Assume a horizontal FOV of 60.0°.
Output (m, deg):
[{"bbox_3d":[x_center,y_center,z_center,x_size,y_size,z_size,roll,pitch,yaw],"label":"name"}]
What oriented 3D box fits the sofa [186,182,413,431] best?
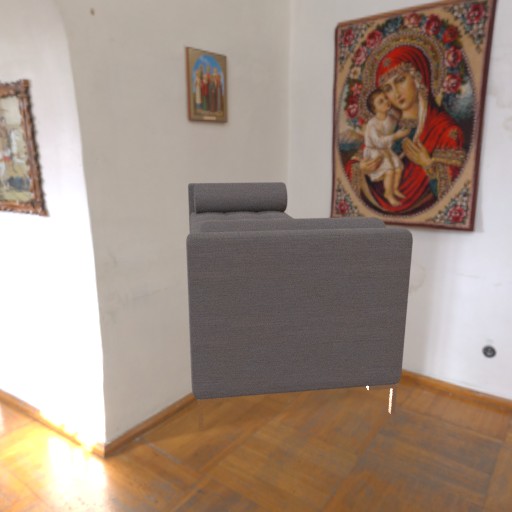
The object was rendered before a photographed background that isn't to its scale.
[{"bbox_3d":[0.000,0.000,2.309,0.686,0.635,1.981,-2,14,-8],"label":"sofa"}]
